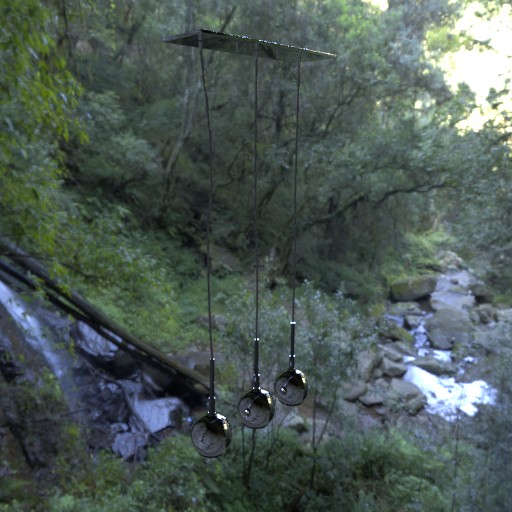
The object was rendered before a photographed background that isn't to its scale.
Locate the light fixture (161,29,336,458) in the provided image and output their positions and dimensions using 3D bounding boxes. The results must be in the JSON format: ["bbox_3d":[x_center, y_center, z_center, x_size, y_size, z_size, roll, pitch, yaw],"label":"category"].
[{"bbox_3d":[0.000,0.000,1.632,0.623,1.408,0.188,-15,22,-43],"label":"light fixture"}]
